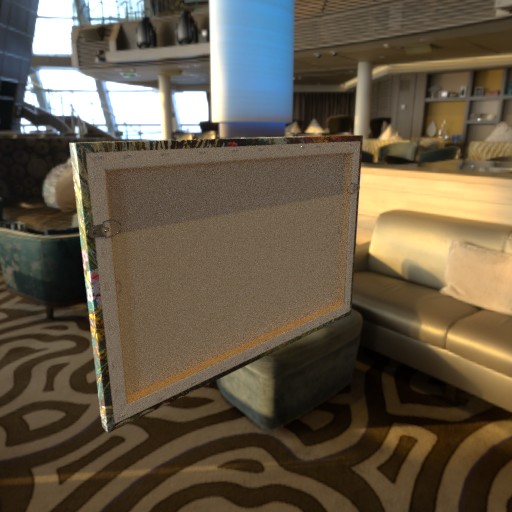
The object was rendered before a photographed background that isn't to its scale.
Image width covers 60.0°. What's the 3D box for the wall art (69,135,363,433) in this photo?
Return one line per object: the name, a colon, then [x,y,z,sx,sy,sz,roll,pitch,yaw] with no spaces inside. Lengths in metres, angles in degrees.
wall art: [0.000,0.000,1.477,1.136,0.760,0.042,-15,22,-42]
